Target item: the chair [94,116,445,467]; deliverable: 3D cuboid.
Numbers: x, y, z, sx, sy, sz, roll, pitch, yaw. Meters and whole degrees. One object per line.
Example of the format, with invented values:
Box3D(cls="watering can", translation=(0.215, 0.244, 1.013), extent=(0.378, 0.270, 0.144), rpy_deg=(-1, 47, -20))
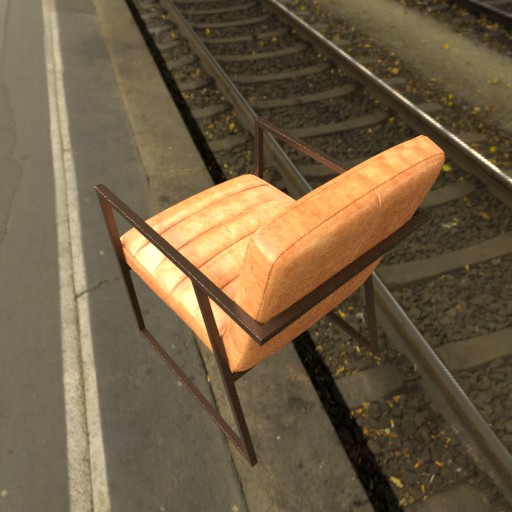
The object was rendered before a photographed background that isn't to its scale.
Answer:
Box3D(cls="chair", translation=(0.000, 0.000, 1.242), extent=(0.571, 0.832, 0.677), rpy_deg=(-31, 53, -28))
